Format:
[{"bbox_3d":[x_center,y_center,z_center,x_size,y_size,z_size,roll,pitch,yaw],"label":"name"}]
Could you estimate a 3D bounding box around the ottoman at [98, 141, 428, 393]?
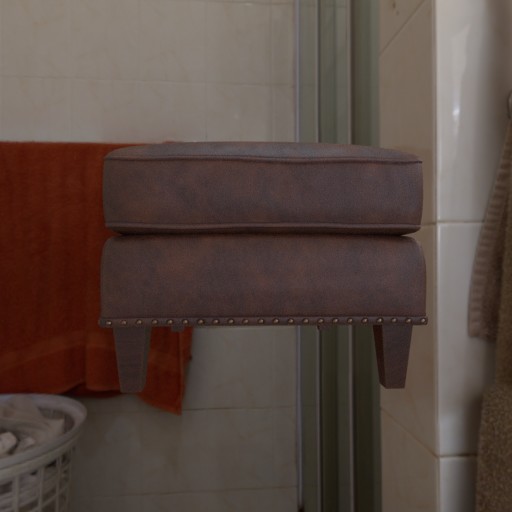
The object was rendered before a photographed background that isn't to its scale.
[{"bbox_3d":[0.000,0.000,1.133,0.586,0.486,0.742,0,0,-3],"label":"ottoman"}]
